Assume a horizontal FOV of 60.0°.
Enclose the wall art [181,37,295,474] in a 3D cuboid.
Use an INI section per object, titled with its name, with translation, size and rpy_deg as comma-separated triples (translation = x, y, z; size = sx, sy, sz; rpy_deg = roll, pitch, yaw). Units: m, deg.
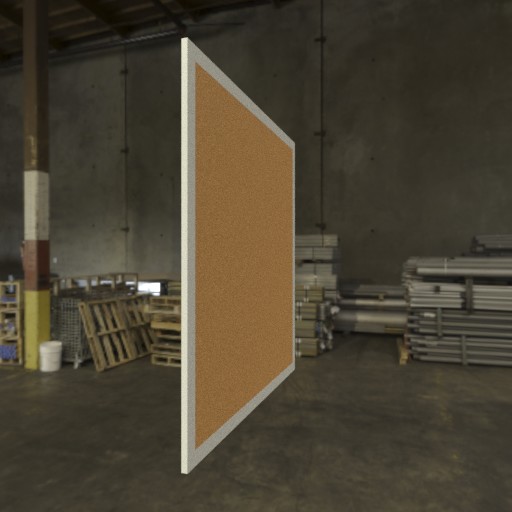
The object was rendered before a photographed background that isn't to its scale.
[wall art]
translation = 0.000, 0.000, 1.210
size = 0.013, 0.813, 0.812
rpy_deg = 0, 0, 19
